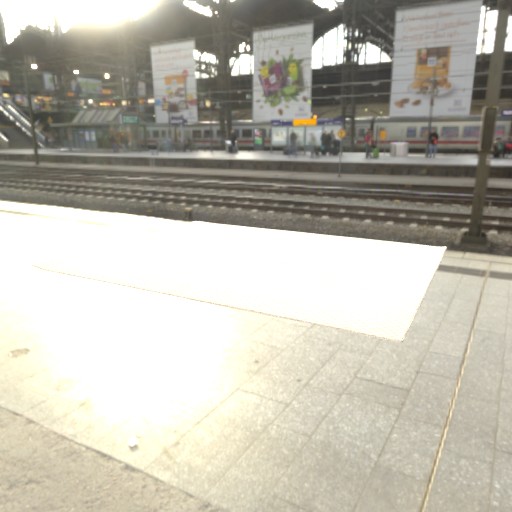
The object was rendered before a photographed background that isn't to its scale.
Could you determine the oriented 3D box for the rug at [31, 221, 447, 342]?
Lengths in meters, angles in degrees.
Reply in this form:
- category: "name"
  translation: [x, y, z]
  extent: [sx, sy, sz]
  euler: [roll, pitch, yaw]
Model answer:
- category: "rug"
  translation: [0.000, 0.000, 3.873]
  extent: [2.897, 0.035, 2.277]
  euler: [8, 17, 27]
